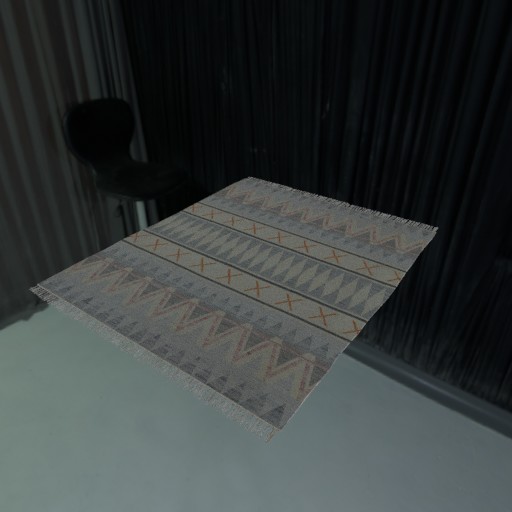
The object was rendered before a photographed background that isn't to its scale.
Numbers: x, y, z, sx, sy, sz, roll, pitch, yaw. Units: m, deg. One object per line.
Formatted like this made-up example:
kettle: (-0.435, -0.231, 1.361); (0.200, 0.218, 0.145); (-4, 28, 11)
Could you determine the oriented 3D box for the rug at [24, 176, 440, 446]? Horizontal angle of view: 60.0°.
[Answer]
rug: (0.000, 0.000, 3.945); (2.371, 0.012, 3.000); (21, 38, 30)
